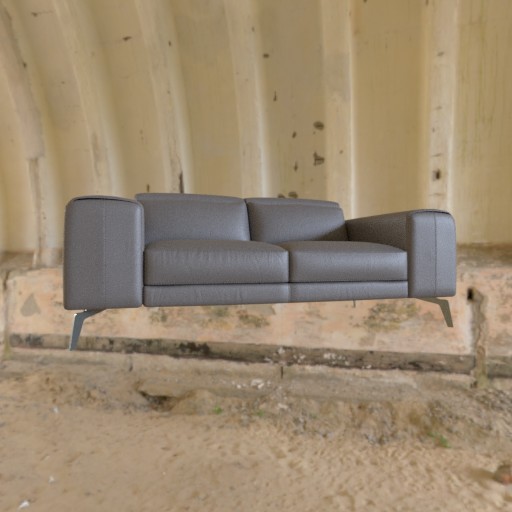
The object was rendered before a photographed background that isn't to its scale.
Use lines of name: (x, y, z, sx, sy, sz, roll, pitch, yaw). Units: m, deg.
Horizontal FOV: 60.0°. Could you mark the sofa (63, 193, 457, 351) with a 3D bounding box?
sofa: (0.000, 0.000, 2.509, 1.930, 0.753, 1.024, 0, 0, -18)
